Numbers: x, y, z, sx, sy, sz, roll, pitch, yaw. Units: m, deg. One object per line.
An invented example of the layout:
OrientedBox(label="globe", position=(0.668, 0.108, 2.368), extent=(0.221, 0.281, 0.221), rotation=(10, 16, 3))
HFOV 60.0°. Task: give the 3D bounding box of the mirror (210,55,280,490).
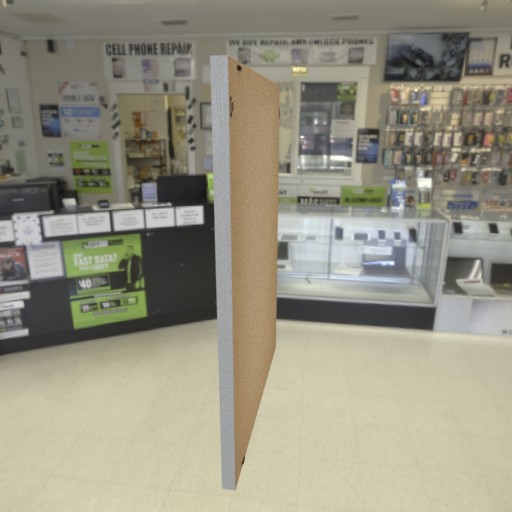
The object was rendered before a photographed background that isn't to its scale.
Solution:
OrientedBox(label="mirror", position=(0.000, 0.000, 1.339), extent=(0.040, 1.016, 0.762), rotation=(3, 17, 10))
